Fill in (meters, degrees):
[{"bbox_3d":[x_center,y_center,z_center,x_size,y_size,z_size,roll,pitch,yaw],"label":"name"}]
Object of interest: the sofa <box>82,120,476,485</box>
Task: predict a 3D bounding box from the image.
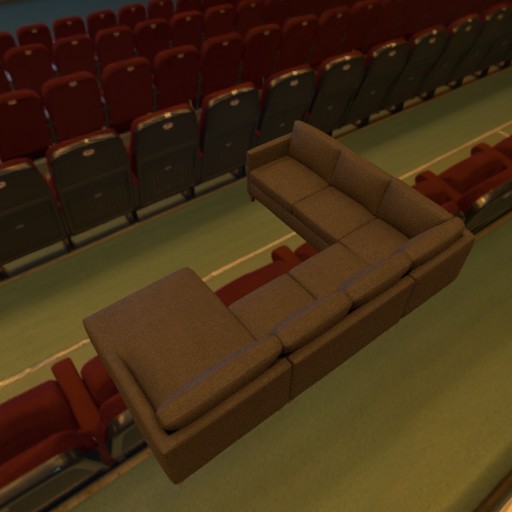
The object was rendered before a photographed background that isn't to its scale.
[{"bbox_3d":[0.000,0.000,4.452,3.460,0.961,2.594,-28,52,-25],"label":"sofa"}]
